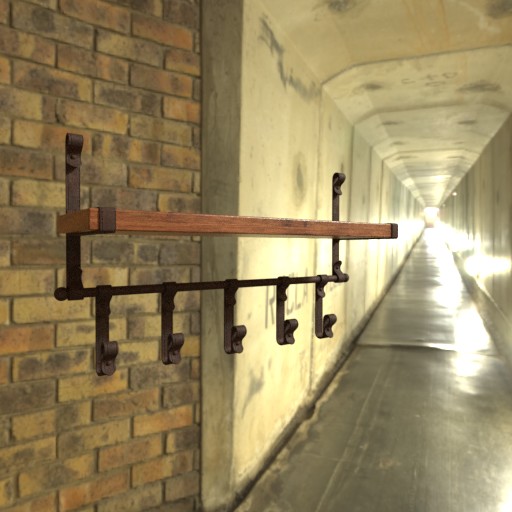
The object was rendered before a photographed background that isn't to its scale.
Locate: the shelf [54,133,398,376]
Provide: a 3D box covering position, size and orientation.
[{"bbox_3d":[0.000,0.000,0.699,0.567,0.330,0.146,-1,1,-37],"label":"shelf"}]
